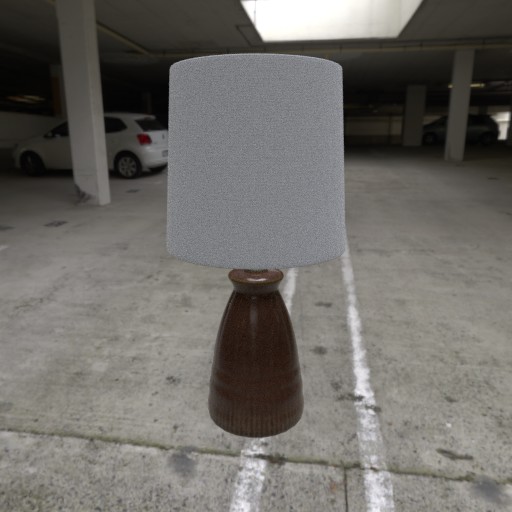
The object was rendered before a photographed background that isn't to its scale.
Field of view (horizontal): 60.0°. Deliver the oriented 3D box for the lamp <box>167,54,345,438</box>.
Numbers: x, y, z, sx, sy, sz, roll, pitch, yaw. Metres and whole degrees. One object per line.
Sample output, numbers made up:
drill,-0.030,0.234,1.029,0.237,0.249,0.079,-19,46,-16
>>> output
lamp,0.000,0.000,0.473,0.186,0.369,0.186,0,14,0
